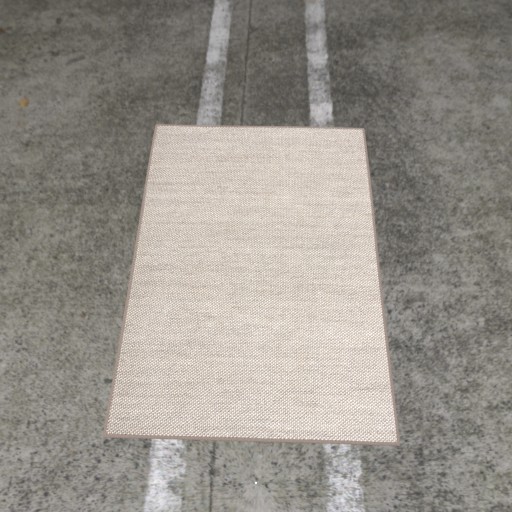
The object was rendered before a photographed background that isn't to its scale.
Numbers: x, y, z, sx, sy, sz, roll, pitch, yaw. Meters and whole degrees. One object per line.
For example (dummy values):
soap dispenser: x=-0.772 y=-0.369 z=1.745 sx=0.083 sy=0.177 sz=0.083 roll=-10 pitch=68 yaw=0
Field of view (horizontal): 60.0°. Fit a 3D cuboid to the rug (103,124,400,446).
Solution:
rug: x=0.000 y=0.000 z=2.727 sx=1.517 sy=0.013 sz=2.115 roll=1 pitch=63 yaw=1
